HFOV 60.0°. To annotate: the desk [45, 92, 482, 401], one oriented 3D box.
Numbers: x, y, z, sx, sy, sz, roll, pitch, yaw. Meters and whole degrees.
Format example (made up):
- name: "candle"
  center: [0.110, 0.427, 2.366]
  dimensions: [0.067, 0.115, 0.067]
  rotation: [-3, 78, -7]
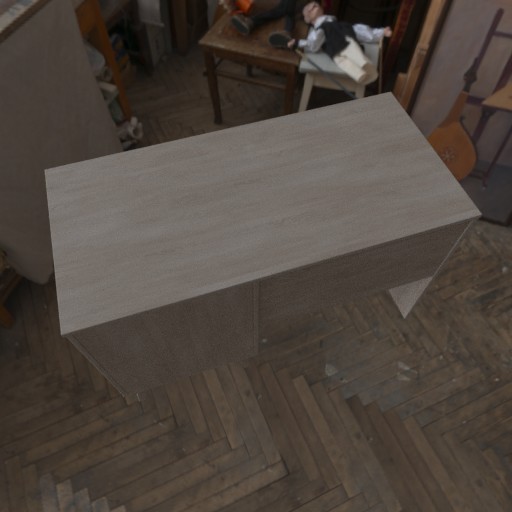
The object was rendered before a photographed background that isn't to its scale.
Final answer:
- name: "desk"
  center: [0.000, 0.000, 1.720]
  dimensions: [1.251, 0.770, 0.600]
  rotation: [-15, 59, -9]
